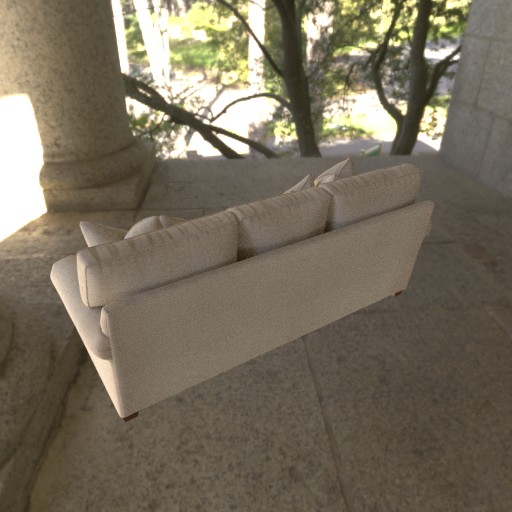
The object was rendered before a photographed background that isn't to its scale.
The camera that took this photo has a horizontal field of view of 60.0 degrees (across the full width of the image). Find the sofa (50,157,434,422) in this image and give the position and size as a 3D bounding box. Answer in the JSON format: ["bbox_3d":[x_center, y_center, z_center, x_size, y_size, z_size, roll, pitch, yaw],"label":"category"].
[{"bbox_3d":[0.000,0.000,2.820,2.312,0.975,0.965,-18,34,-29],"label":"sofa"}]
